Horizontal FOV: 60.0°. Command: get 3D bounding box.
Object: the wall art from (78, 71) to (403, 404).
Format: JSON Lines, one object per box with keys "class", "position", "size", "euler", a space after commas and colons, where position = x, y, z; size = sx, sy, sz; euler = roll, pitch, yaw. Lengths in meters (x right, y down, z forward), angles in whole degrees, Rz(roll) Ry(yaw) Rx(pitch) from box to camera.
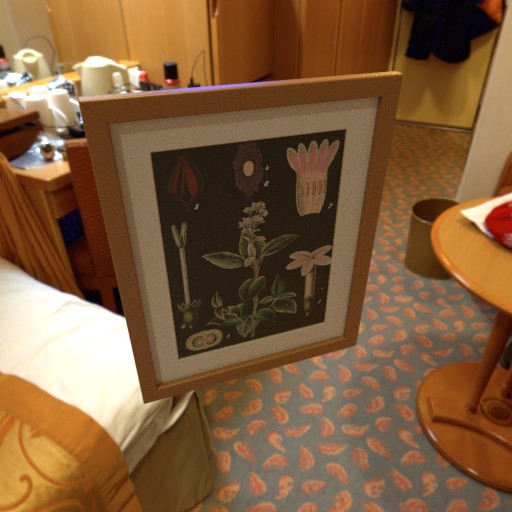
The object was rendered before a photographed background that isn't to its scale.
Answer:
{"class": "wall art", "position": [0.000, 0.000, 0.511], "size": [0.310, 0.379, 0.015], "euler": [-11, 35, -16]}
